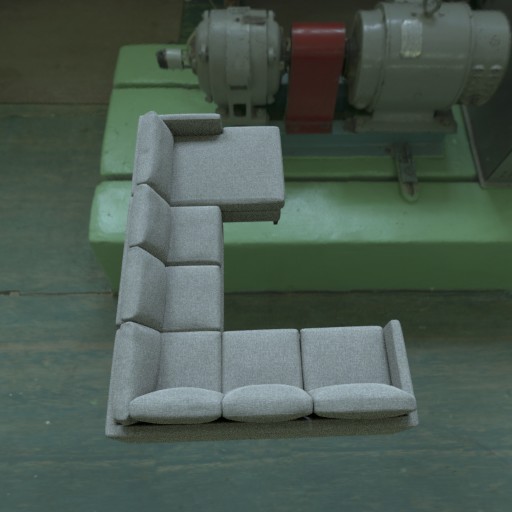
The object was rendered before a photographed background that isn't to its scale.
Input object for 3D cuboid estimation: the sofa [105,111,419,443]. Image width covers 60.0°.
[{"bbox_3d":[0.000,0.000,4.552,2.593,0.959,3.460,-2,64,-1],"label":"sofa"}]
